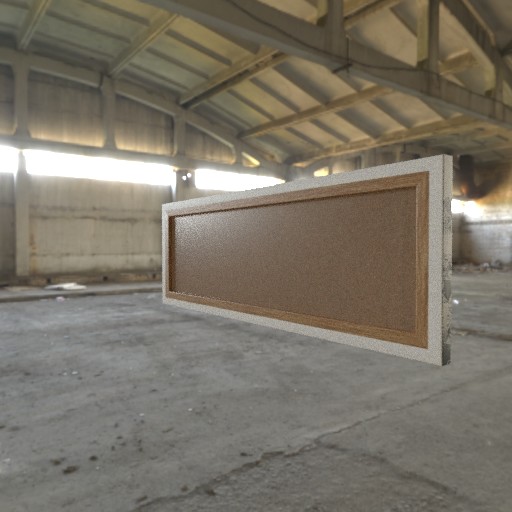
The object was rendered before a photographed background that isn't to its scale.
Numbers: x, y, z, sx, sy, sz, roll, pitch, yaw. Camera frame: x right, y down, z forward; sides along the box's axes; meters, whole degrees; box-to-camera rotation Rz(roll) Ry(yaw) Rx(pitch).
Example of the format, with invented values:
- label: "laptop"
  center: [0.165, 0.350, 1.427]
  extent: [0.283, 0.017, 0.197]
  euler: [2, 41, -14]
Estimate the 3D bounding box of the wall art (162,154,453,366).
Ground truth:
- label: "wall art"
  center: [0.000, 0.000, 1.674]
  extent: [0.044, 0.507, 1.520]
  euler: [-1, 1, -37]
